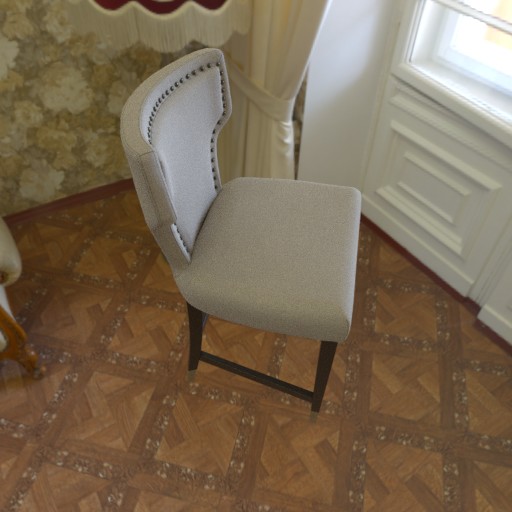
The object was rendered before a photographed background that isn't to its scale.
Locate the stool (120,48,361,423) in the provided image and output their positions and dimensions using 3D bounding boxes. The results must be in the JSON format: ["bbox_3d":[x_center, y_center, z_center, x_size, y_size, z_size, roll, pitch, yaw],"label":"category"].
[{"bbox_3d":[0.000,0.000,1.299,0.563,0.982,0.527,9,47,8],"label":"stool"}]
